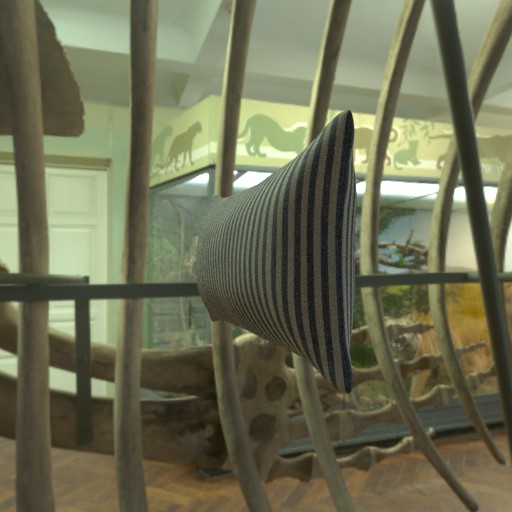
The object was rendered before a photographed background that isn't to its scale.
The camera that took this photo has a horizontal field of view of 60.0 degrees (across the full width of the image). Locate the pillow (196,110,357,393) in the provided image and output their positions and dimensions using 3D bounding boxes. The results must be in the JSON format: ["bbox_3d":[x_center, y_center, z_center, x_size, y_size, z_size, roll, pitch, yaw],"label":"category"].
[{"bbox_3d":[0.000,0.000,0.745,0.151,0.295,0.617,0,-1,-19],"label":"pillow"}]
